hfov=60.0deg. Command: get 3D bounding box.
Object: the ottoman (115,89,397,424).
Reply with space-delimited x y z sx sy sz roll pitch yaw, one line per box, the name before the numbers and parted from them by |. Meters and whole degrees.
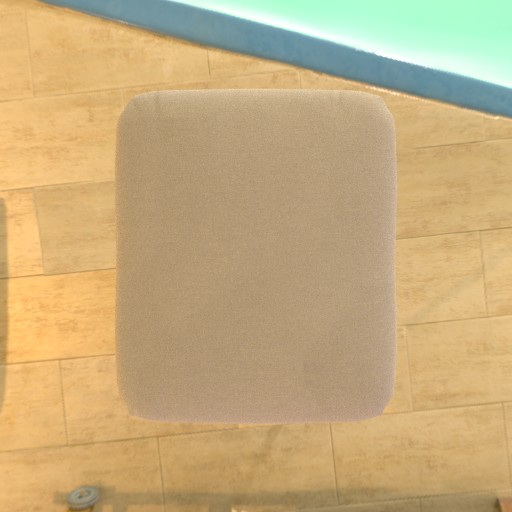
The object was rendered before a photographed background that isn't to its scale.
ottoman | 0.000 0.000 1.116 0.622 0.450 0.746 0 91 0
